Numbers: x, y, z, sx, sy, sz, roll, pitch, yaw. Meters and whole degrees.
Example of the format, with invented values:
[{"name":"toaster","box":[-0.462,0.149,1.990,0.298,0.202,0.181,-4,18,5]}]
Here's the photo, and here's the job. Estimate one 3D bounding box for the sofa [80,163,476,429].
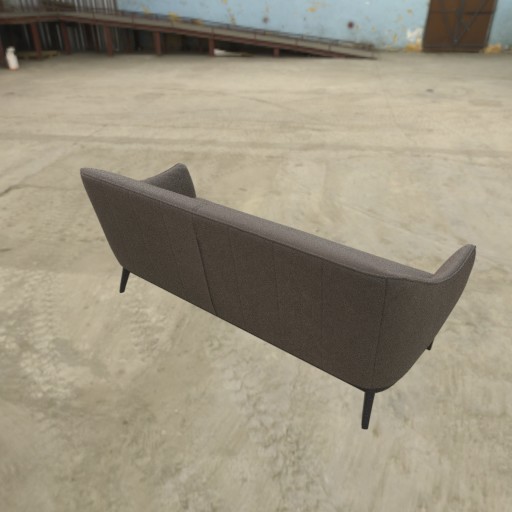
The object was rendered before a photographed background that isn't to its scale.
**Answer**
[{"name":"sofa","box":[0.000,0.000,2.330,1.928,0.831,0.869,21,36,32]}]
